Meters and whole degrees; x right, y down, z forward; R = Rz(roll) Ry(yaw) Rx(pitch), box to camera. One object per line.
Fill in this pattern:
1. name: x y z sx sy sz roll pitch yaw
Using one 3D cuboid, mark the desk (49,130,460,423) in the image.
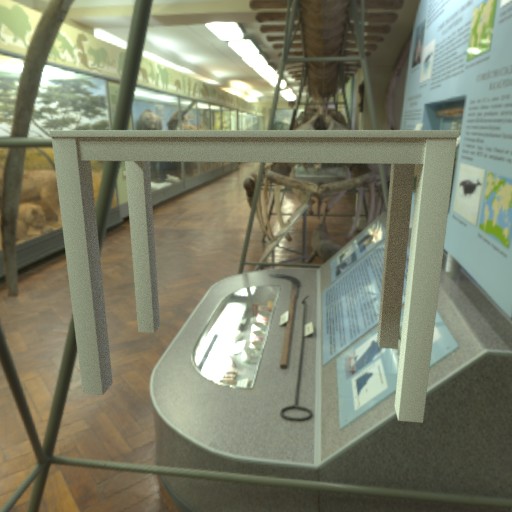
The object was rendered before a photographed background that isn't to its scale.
1. desk: 0.000 0.000 1.398 0.990 0.762 0.497 2 16 8
